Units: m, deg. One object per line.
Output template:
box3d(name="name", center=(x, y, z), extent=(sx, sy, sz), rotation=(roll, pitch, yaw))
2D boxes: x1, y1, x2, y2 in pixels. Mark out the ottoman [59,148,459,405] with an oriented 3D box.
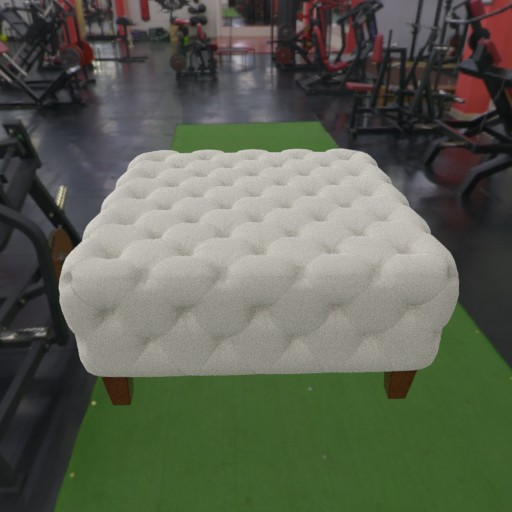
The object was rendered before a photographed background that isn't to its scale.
box3d(name="ottoman", center=(0.000, 0.000, 1.179), extent=(0.755, 0.376, 0.753), rotation=(-1, 30, -1))
